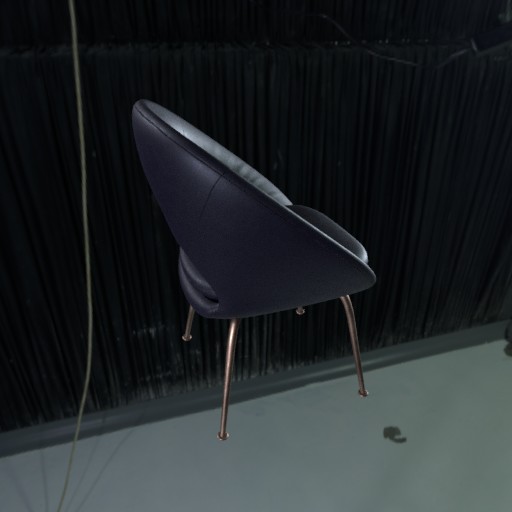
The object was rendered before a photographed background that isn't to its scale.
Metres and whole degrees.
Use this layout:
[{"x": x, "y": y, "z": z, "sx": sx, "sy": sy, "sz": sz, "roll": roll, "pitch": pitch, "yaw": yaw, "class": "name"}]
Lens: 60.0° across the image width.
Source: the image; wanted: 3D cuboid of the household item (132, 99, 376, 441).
[{"x": 0.000, "y": 0.000, "z": 1.246, "sx": 0.573, "sy": 0.852, "sz": 0.623, "roll": -10, "pitch": 31, "yaw": -18, "class": "household item"}]
